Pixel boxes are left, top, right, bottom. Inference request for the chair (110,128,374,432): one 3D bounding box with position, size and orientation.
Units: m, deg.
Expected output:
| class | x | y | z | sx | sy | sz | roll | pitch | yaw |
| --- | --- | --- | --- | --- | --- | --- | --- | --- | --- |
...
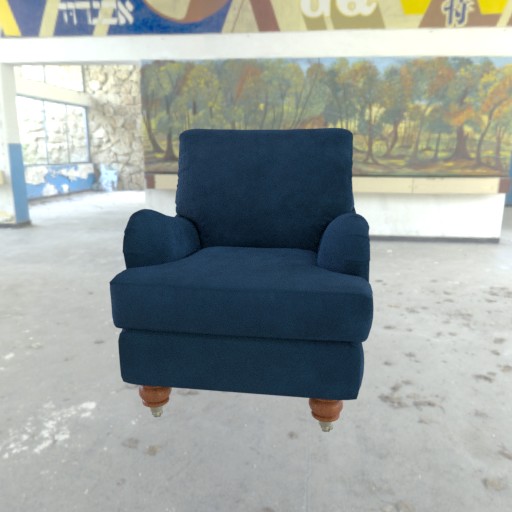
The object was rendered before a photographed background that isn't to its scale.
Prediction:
| class | x | y | z | sx | sy | sz | roll | pitch | yaw |
| --- | --- | --- | --- | --- | --- | --- | --- | --- | --- |
| chair | 0.000 | 0.000 | 1.902 | 0.895 | 1.076 | 1.078 | 2 | 14 | 8 |
